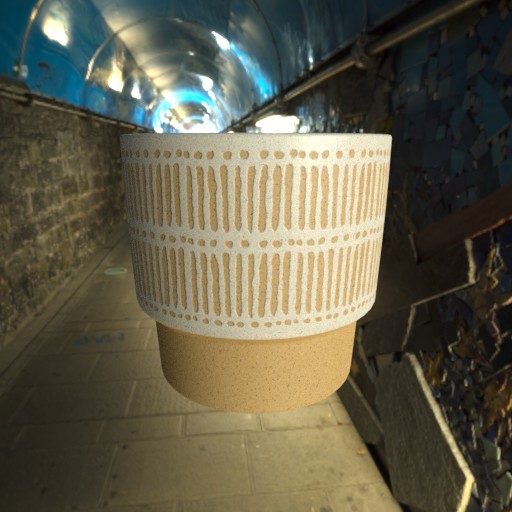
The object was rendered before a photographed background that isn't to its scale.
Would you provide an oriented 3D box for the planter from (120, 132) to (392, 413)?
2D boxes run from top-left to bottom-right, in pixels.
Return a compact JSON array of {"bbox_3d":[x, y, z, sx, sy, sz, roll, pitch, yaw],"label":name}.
[{"bbox_3d":[0.000,0.000,0.575,0.317,0.303,0.317,0,14,0],"label":"planter"}]
